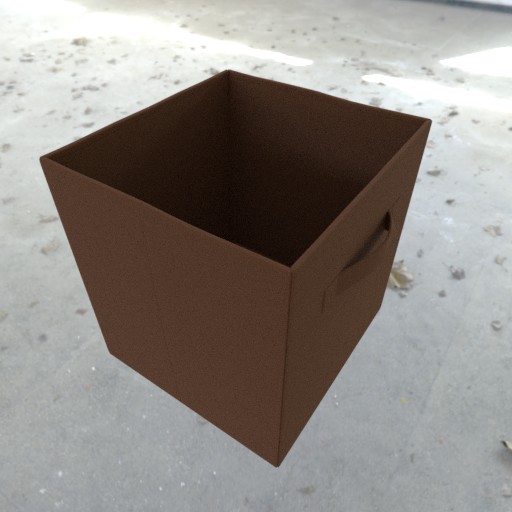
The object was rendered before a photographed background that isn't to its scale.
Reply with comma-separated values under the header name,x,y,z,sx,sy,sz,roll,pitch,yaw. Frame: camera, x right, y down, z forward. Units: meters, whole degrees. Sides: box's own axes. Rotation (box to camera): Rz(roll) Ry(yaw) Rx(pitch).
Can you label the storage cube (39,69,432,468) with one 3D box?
name,x,y,z,sx,sy,sz,roll,pitch,yaw
storage cube,0.000,0.000,0.492,0.270,0.280,0.270,25,47,25
